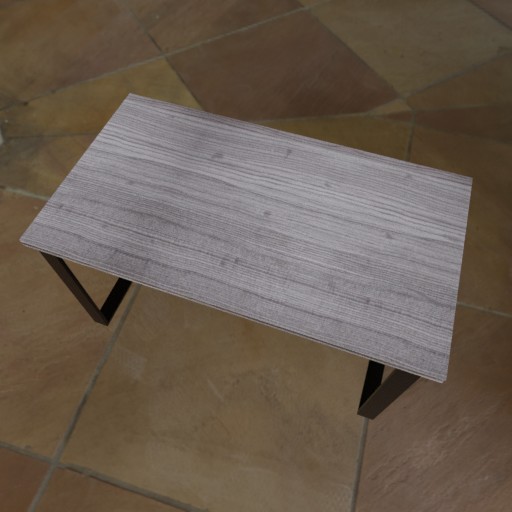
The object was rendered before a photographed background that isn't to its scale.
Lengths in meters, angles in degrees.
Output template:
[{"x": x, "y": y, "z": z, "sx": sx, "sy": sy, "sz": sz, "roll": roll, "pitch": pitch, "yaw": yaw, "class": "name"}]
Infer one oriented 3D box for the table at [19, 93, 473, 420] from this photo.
[{"x": 0.000, "y": 0.000, "z": 2.059, "sx": 1.579, "sy": 0.736, "sz": 0.881, "roll": 17, "pitch": 60, "yaw": 10, "class": "table"}]
